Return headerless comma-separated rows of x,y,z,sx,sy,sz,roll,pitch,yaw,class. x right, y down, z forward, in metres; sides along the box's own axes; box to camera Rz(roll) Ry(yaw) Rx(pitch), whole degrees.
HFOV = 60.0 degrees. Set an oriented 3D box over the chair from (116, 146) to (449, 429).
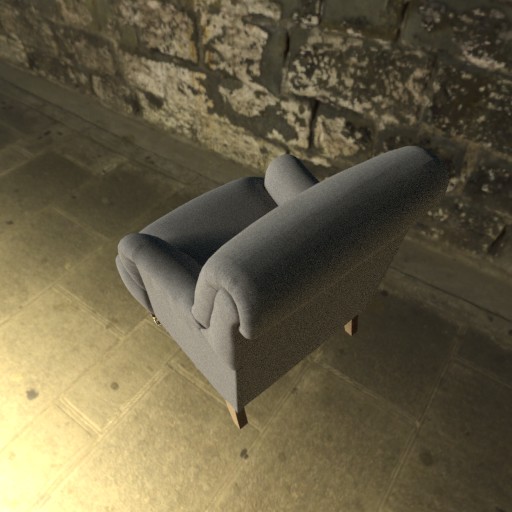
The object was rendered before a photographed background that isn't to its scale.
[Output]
0.000,0.000,1.567,0.766,0.942,0.843,-32,56,-26,chair
